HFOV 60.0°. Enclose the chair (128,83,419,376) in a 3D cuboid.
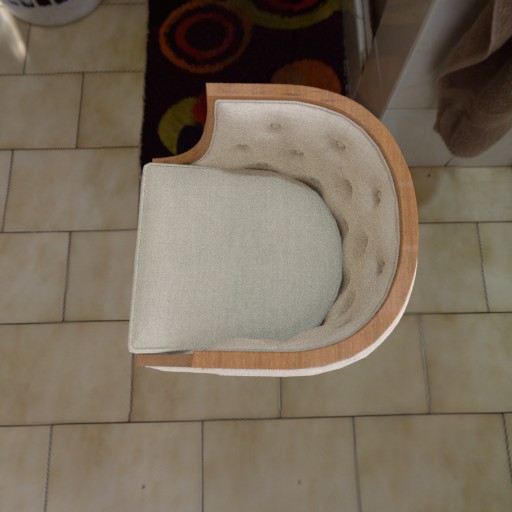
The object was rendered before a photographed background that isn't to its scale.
[{"bbox_3d":[0.000,0.000,1.382,0.757,0.775,0.711,1,76,0],"label":"chair"}]
